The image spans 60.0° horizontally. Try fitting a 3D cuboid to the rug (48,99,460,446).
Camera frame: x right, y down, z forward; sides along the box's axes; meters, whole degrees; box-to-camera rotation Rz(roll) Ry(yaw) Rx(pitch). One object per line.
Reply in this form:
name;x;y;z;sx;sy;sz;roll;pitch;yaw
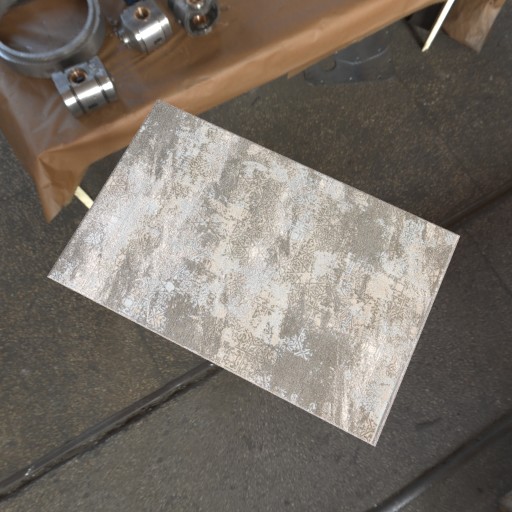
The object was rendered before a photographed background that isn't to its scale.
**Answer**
rug;0.000;0.000;3.073;2.431;0.012;1.536;26;77;6
